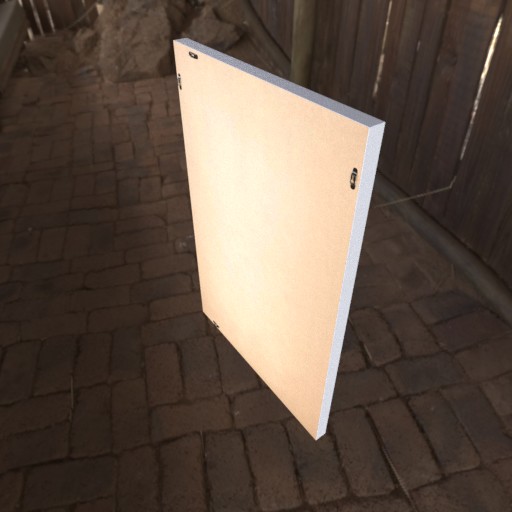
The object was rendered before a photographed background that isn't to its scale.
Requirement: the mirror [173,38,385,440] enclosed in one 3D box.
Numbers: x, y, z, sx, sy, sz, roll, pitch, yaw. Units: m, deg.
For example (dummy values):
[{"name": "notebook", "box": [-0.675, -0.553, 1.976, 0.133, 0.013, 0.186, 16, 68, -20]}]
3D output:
[{"name": "mirror", "box": [0.000, 0.000, 1.142, 0.041, 0.914, 0.609, -25, 46, -27]}]
